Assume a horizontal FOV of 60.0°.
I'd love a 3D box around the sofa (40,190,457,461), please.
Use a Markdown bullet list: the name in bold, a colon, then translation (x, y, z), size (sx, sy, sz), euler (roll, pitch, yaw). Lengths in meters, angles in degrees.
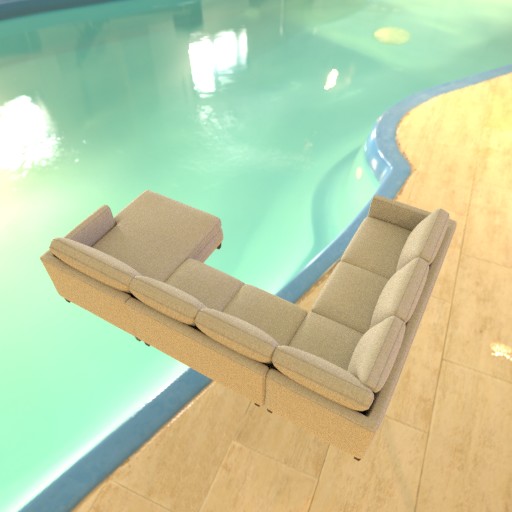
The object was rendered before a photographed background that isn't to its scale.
- **sofa**: translation (0.000, 0.000, 4.590), size (3.403, 0.889, 2.551), euler (23, 52, 19)
